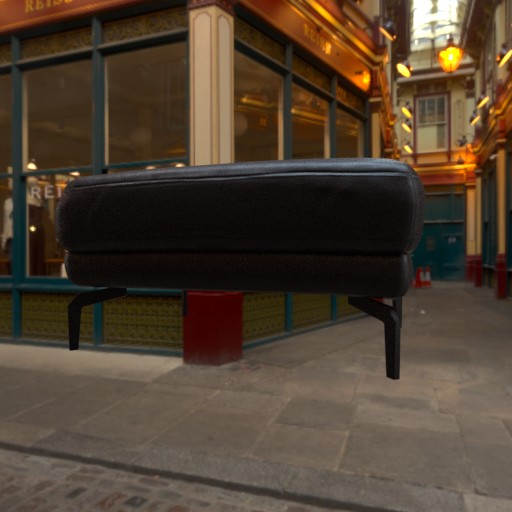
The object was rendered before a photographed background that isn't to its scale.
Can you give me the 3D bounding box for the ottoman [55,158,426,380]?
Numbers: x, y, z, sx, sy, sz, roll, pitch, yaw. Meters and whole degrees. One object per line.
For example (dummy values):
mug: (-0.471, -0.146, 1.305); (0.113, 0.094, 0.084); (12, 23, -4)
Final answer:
ottoman: (0.000, 0.000, 1.089); (0.764, 0.402, 0.570); (0, 1, 19)
